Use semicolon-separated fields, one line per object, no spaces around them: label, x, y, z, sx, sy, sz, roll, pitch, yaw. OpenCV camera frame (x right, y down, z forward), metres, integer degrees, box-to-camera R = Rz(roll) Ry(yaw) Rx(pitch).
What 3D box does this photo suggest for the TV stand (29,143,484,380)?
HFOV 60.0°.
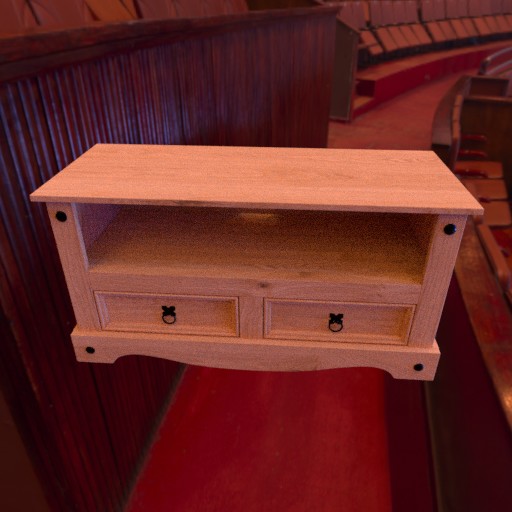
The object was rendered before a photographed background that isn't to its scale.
TV stand;0.000;0.000;1.370;1.080;0.550;0.440;2;31;4
